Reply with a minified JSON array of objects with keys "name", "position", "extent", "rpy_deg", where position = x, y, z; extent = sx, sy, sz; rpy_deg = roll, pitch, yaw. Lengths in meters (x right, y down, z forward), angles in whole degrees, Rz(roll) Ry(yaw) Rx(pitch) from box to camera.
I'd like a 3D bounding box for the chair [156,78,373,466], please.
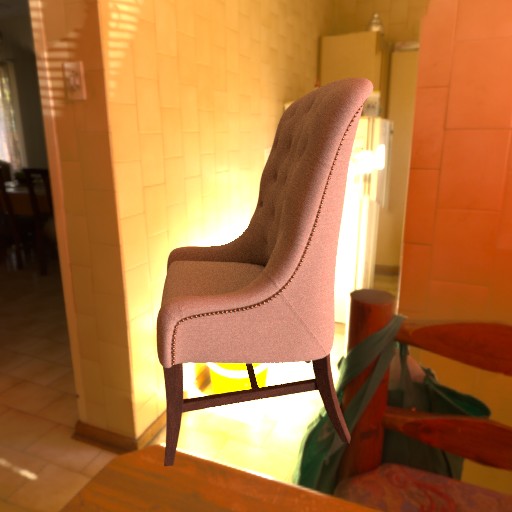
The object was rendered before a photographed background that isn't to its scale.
[{"name":"chair","position":[0.000,0.000,1.459],"extent":[0.629,1.091,0.634],"rpy_deg":[-2,16,-8]}]
